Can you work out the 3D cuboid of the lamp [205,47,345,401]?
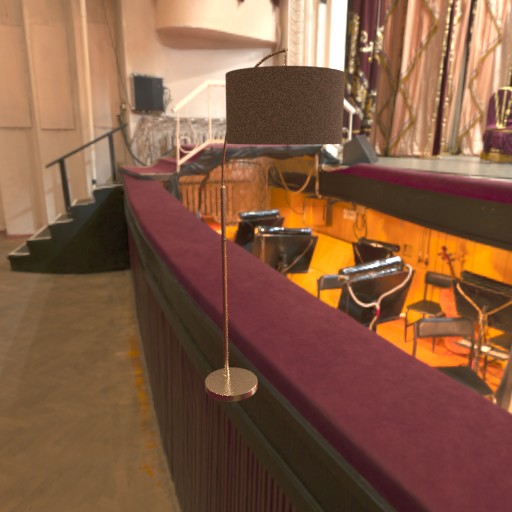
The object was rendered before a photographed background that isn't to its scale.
[{"bbox_3d":[0.000,0.000,2.098,0.452,1.735,0.934,-8,17,-26],"label":"lamp"}]
